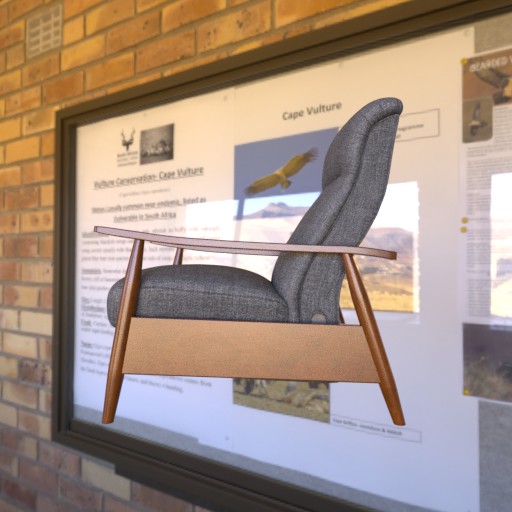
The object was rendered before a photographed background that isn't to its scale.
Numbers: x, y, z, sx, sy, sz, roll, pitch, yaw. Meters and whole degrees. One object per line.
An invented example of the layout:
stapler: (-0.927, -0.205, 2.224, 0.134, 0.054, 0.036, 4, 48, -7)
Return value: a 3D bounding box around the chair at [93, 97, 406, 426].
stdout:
chair: (0.000, 0.000, 1.778, 1.030, 1.082, 0.762, 0, -1, 1)
